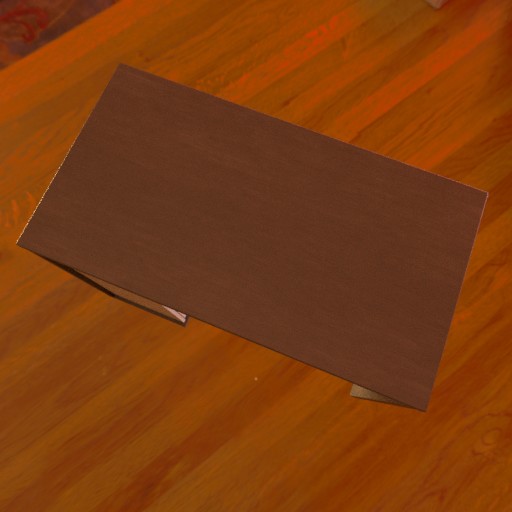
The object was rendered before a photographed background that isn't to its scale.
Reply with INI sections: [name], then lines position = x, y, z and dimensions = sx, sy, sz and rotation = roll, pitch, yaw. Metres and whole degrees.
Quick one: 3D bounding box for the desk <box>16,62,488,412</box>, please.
[desk]
position = 0.000, 0.000, 1.527
dimensions = 1.100, 0.750, 0.600
rotation = 21, 76, 6
